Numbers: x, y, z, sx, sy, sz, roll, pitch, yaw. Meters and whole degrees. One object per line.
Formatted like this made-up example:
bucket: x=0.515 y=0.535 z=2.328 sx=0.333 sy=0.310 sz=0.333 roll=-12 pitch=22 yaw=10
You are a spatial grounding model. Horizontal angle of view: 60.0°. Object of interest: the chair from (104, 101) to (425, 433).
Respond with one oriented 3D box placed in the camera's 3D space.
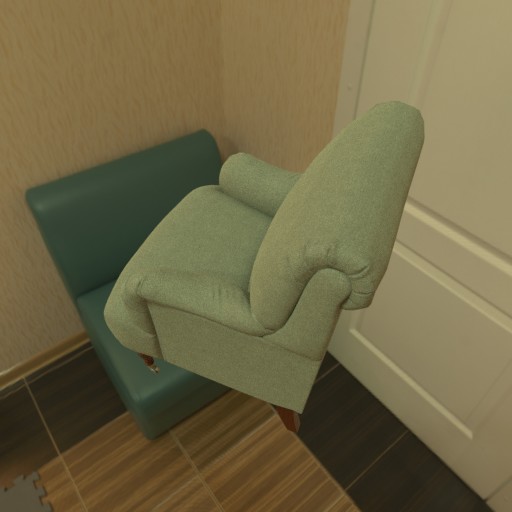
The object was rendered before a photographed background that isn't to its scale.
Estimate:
chair: x=0.000 y=0.000 z=1.906 sx=1.060 sy=1.178 sz=0.964 roll=17 pitch=47 yaw=16
